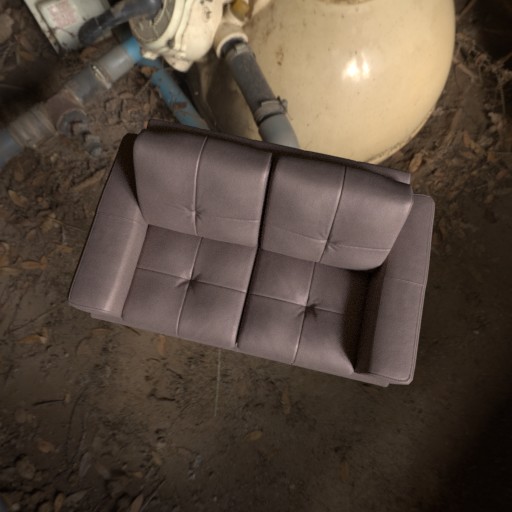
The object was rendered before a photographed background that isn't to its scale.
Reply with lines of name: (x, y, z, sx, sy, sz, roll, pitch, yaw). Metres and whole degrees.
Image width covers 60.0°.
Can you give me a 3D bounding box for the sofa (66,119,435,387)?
sofa: (0.000, 0.000, 2.393, 1.806, 0.907, 1.018, 13, 76, 3)
